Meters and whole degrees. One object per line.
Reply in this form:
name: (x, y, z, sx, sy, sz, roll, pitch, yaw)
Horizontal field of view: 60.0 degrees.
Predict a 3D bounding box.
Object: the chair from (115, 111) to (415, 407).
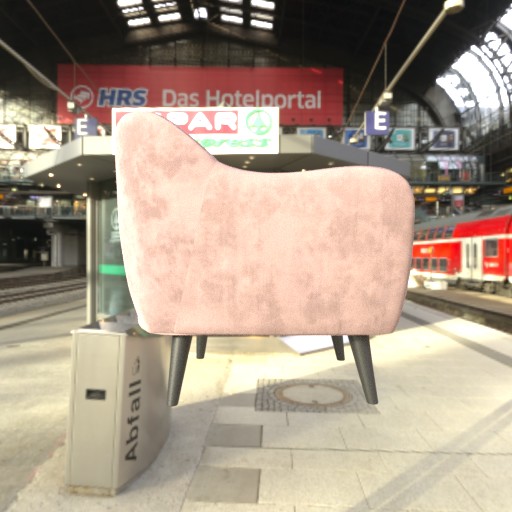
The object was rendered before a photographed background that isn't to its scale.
chair: (0.000, 0.000, 1.495, 0.820, 0.820, 0.840, 0, 0, 1)
